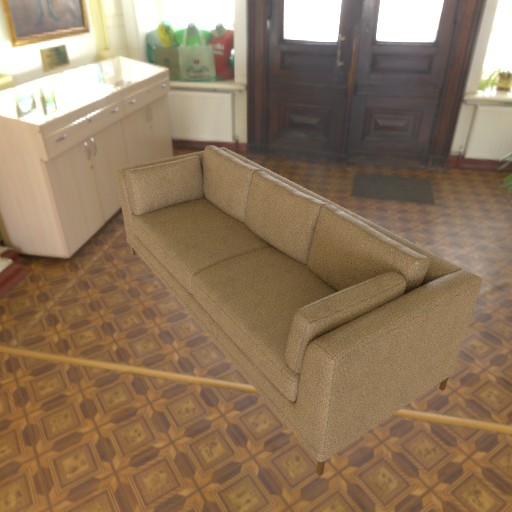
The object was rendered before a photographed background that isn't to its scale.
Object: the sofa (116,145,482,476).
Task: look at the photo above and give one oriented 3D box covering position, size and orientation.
[{"bbox_3d":[0.000,0.000,2.874,0.969,0.867,2.415,-19,36,-29],"label":"sofa"}]
